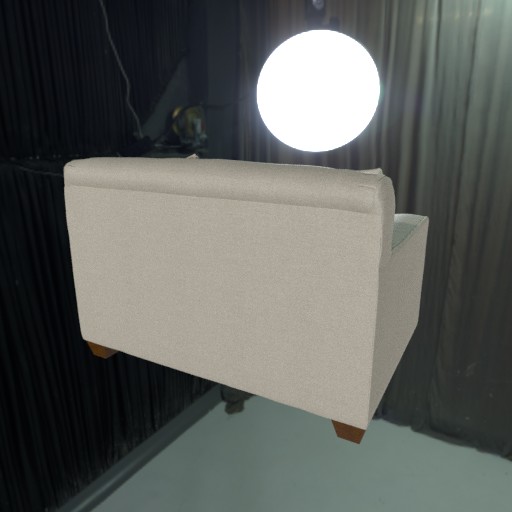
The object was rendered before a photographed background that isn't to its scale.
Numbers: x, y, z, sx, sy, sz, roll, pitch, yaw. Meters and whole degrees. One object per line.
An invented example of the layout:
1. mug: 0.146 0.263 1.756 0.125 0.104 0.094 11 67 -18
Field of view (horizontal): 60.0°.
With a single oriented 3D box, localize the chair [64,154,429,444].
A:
1. chair: 0.000 0.000 2.078 1.383 0.948 1.000 9 18 28
